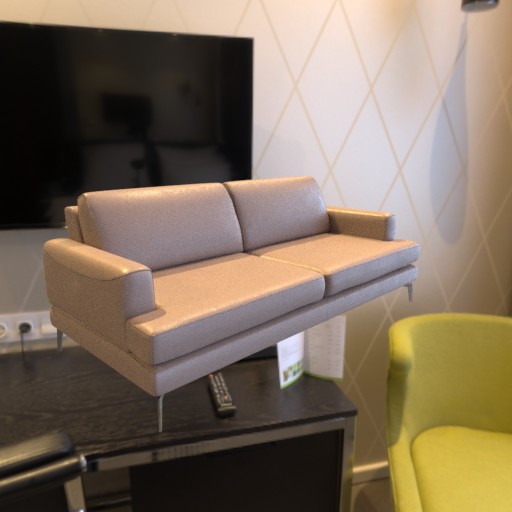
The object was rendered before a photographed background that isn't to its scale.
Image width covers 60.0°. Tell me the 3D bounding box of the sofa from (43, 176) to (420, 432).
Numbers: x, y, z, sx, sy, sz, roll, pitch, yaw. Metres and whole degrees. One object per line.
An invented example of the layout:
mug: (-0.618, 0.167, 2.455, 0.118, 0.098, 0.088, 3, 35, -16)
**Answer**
sofa: (0.000, 0.000, 2.405, 1.940, 0.765, 0.974, -14, 19, -43)
